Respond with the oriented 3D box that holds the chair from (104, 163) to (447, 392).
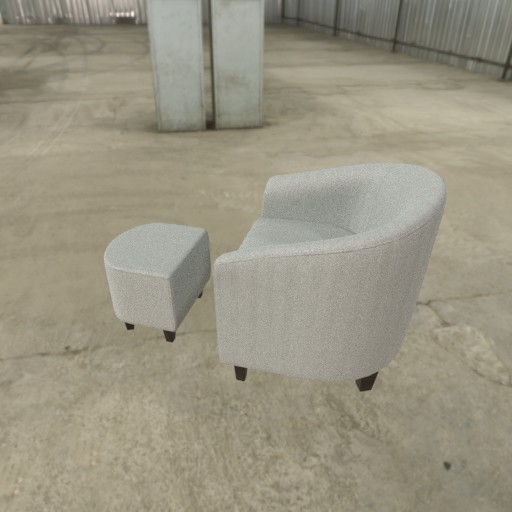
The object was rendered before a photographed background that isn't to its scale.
[{"bbox_3d":[0.000,0.000,1.769,1.288,0.757,0.756,8,32,13],"label":"chair"}]
